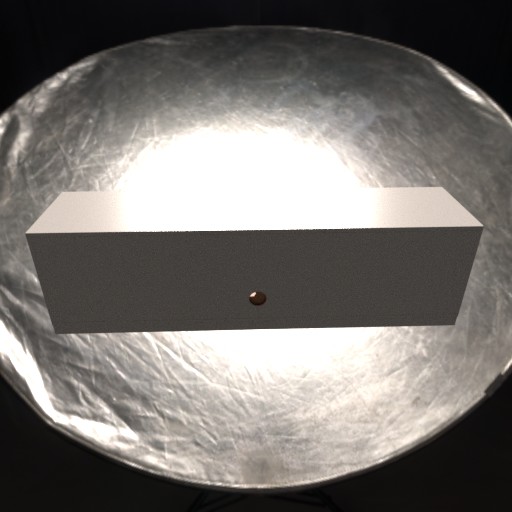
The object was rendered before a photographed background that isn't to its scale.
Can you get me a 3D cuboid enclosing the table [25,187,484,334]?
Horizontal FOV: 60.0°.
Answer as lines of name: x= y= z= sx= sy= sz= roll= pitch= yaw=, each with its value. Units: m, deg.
table: x=0.000 y=0.000 z=1.779 sx=1.550 sy=0.440 sz=0.400 roll=-1 pitch=30 yaw=-2
